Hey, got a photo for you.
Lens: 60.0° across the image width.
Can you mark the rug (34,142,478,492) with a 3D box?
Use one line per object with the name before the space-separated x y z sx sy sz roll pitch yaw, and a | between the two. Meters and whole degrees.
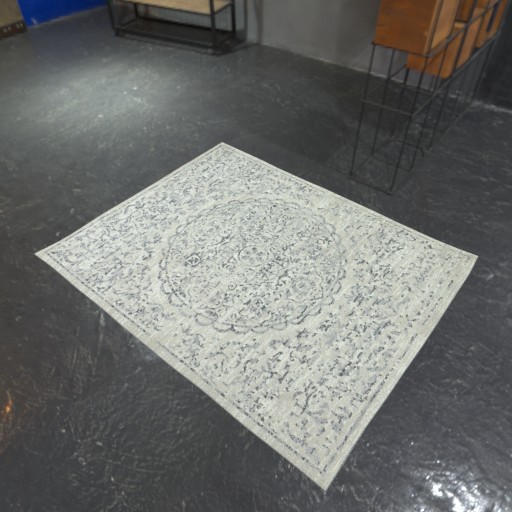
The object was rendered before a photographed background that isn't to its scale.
rug | 0.000 0.000 3.722 2.925 0.026 2.343 30 52 27
